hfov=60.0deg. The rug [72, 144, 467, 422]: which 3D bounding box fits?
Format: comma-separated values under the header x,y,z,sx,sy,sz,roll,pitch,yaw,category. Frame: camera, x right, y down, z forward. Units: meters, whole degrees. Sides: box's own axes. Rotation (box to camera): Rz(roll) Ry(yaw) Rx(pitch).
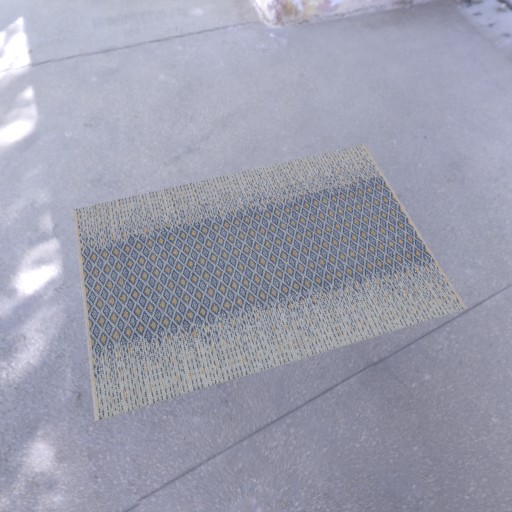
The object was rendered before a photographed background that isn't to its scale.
x,y,z,sx,sy,sz,roll,pitch,yaw,category
0.000,0.000,2.373,1.828,0.005,1.219,-15,59,-9,rug
